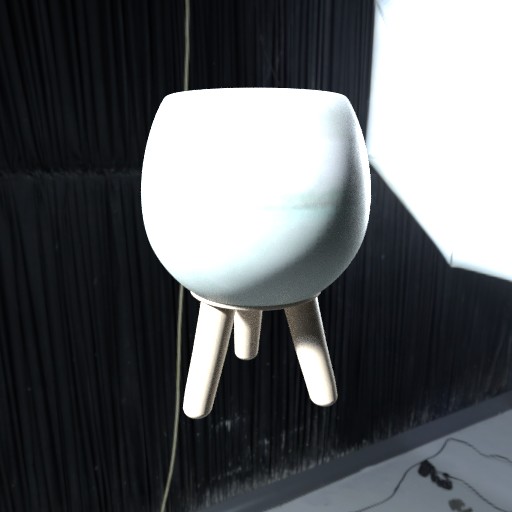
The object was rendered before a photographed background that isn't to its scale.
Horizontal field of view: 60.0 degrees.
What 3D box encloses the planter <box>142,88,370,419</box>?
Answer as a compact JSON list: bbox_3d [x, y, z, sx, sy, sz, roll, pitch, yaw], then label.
[{"bbox_3d":[0.000,0.000,0.333,0.161,0.224,0.161,0,14,0],"label":"planter"}]
